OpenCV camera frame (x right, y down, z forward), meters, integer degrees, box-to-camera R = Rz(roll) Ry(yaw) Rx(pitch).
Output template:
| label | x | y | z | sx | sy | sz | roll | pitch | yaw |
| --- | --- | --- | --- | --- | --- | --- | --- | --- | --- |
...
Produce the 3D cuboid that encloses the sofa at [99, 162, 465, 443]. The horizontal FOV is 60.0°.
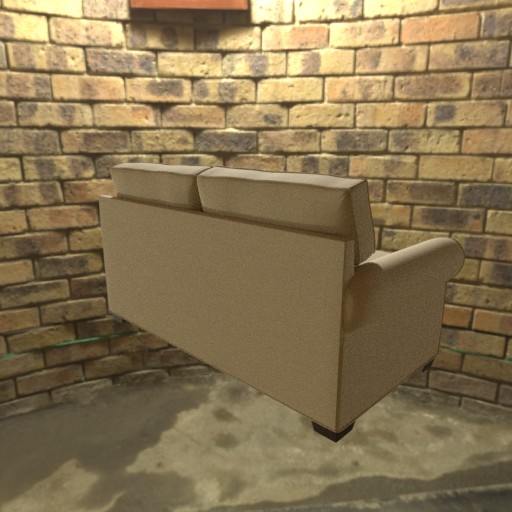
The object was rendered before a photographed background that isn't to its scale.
| label | x | y | z | sx | sy | sz | roll | pitch | yaw |
| --- | --- | --- | --- | --- | --- | --- | --- | --- | --- |
| sofa | 0.000 | 0.000 | 2.276 | 1.774 | 0.933 | 0.861 | 14 | 20 | 43 |
